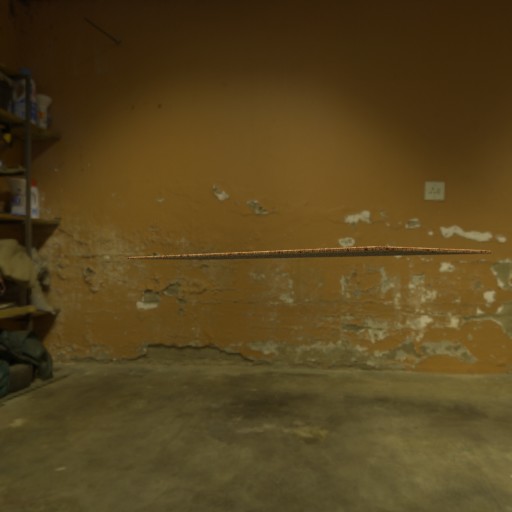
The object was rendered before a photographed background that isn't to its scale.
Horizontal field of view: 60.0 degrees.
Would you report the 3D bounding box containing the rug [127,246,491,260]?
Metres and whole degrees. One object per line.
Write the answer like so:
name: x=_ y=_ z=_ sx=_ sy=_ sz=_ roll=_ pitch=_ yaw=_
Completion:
rug: x=0.000 y=0.000 z=2.451 sx=0.680 sy=0.014 sz=2.237 roll=1 pitch=-2 yaw=-35
